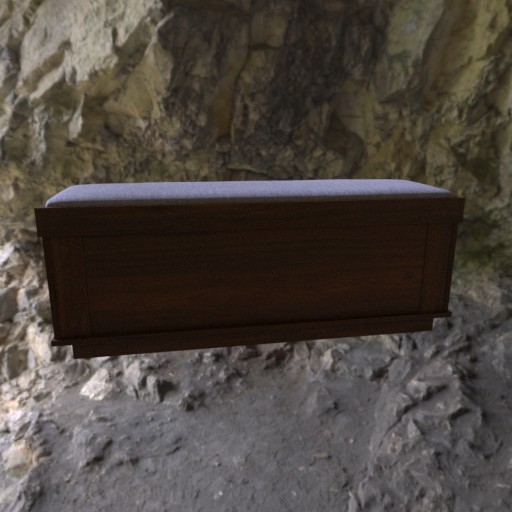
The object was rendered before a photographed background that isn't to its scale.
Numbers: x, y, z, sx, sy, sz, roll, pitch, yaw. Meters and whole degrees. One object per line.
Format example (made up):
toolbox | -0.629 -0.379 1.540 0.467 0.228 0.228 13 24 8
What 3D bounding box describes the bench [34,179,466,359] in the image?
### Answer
bench | 0.000 0.000 1.437 1.196 0.468 0.367 -3 15 -10
